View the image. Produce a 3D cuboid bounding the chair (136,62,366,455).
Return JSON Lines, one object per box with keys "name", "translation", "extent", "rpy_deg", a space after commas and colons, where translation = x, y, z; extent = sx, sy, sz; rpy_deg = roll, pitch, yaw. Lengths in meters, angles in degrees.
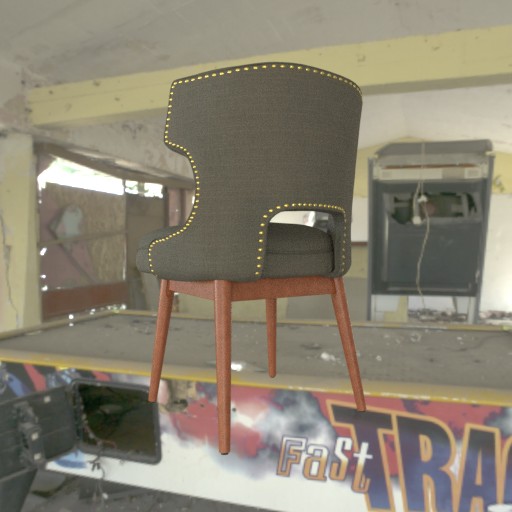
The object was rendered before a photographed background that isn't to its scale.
{"name": "chair", "translation": [0.000, 0.000, 1.251], "extent": [0.595, 0.863, 0.581], "rpy_deg": [-1, 1, -35]}
